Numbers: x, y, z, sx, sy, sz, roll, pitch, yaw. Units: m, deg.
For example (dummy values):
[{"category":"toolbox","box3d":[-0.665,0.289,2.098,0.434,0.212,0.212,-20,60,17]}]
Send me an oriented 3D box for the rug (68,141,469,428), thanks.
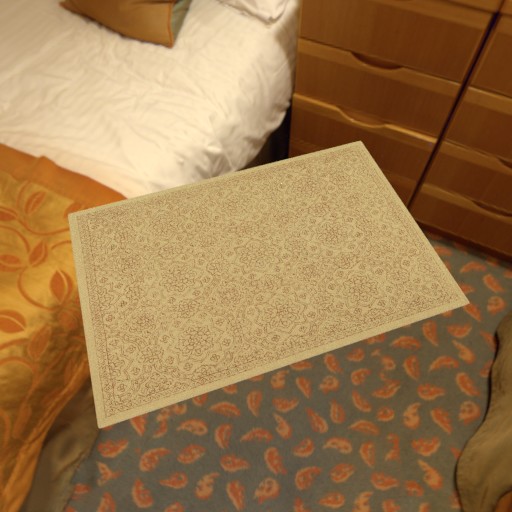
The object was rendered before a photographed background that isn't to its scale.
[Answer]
[{"category":"rug","box3d":[0.000,0.000,2.350,1.829,0.010,1.219,-16,59,-10]}]
